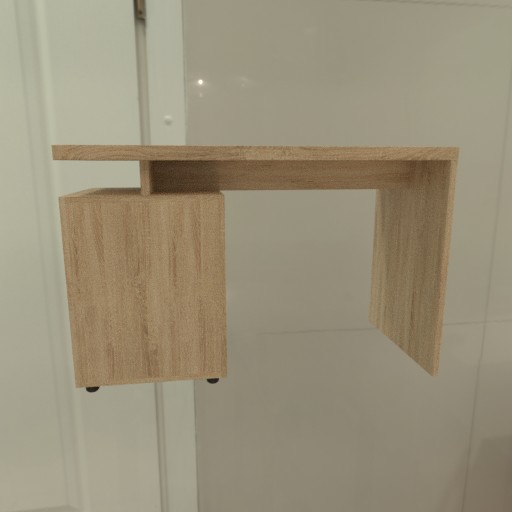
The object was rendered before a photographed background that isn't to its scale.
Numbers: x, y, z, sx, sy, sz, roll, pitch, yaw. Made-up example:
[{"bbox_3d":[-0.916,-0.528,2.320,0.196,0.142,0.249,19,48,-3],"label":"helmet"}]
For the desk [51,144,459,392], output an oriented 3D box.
[{"bbox_3d":[0.000,0.000,1.613,1.200,0.760,0.550,-2,12,-8],"label":"desk"}]
